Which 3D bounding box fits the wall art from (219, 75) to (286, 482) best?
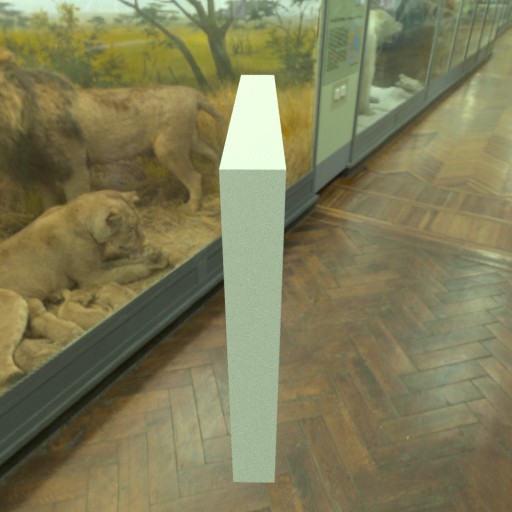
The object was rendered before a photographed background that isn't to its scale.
[{"bbox_3d":[0.000,0.000,0.459,0.038,0.302,0.305,0,32,1],"label":"wall art"}]
